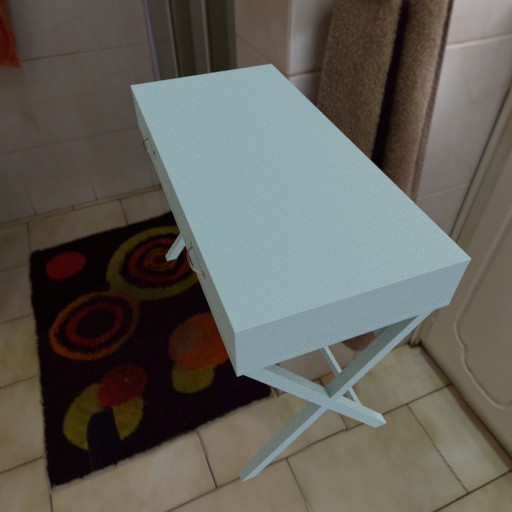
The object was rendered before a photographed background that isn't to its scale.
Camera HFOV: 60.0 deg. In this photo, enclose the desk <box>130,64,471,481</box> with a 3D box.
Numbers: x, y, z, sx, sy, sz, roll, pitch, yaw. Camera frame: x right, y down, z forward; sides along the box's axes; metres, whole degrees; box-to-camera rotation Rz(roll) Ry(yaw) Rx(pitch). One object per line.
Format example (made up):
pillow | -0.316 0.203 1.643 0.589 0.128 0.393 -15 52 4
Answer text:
desk | 0.000 0.000 1.451 0.525 0.780 1.057 -15 47 -15
